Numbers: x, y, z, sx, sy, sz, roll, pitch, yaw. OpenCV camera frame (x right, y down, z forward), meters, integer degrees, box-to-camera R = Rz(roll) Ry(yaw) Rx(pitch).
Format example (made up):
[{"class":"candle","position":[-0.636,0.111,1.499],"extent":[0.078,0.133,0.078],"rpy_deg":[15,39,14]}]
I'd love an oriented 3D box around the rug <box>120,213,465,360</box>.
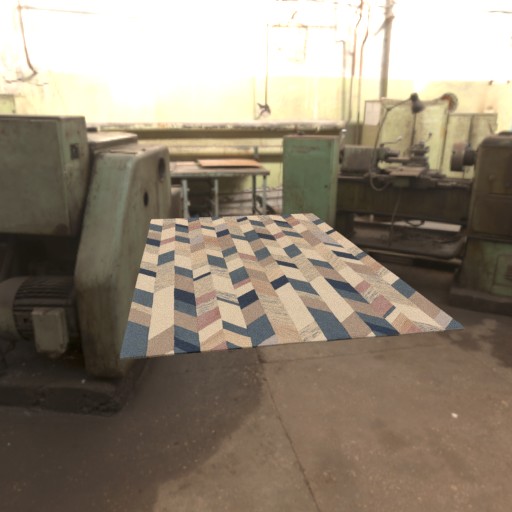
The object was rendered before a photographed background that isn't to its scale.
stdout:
[{"class":"rug","position":[0.000,0.000,2.994],"extent":[1.513,0.008,2.423],"rpy_deg":[-3,18,-9]}]
